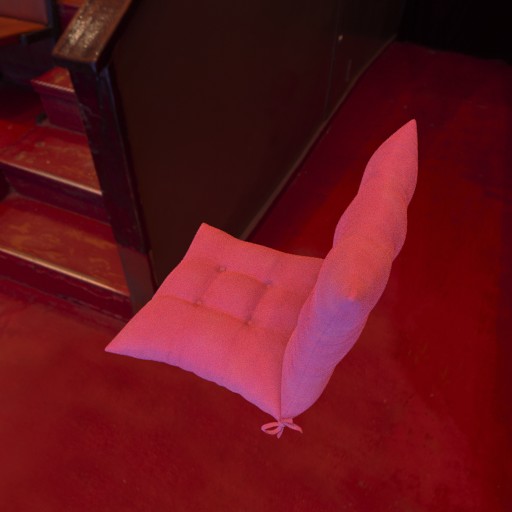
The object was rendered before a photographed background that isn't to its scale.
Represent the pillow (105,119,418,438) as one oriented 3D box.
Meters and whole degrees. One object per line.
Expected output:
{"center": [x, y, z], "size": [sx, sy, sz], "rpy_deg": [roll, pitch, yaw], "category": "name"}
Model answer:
{"center": [0.000, 0.000, 1.000], "size": [0.585, 0.536, 0.541], "rpy_deg": [18, 49, 16], "category": "pillow"}
